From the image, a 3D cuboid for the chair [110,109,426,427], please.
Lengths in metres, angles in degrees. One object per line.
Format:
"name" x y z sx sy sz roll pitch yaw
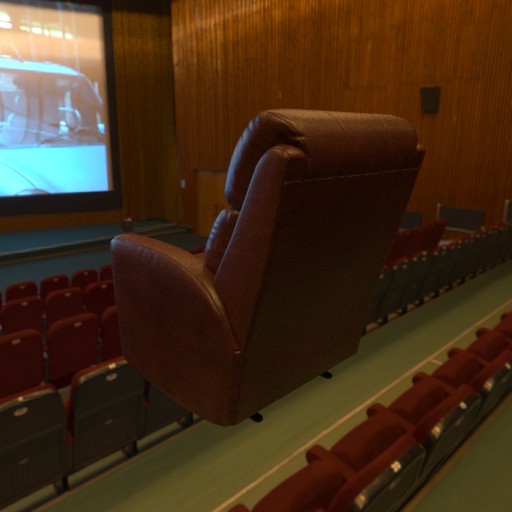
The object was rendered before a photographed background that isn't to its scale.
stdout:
"chair" 0.000 0.000 1.684 0.787 1.016 0.939 -15 21 -43
